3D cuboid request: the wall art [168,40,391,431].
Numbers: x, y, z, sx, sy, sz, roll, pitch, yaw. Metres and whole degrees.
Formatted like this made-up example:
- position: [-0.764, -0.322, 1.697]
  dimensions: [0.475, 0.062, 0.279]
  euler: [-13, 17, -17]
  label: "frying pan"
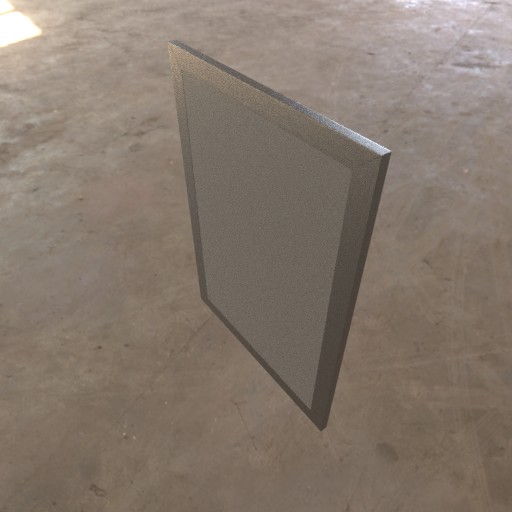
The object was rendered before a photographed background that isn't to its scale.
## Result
- position: [0.000, 0.000, 0.679]
  dimensions: [0.013, 0.529, 0.376]
  euler: [-28, 50, -26]
  label: "wall art"
